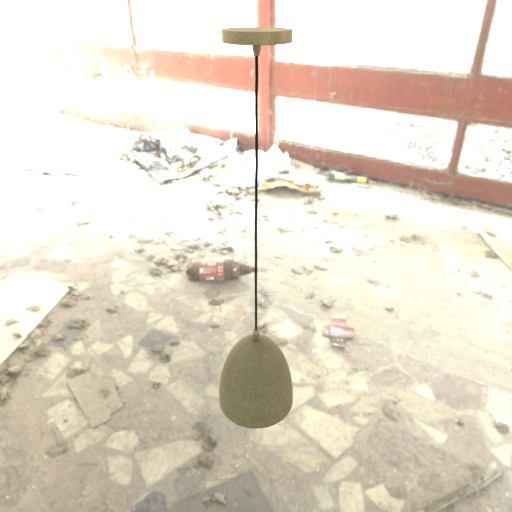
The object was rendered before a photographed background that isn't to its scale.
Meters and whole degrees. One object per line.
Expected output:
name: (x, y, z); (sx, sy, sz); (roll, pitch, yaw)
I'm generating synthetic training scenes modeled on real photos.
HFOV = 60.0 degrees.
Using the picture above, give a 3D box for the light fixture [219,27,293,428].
light fixture: (0.000, 0.000, 0.832); (0.170, 0.759, 0.170); (-20, 36, -30)
